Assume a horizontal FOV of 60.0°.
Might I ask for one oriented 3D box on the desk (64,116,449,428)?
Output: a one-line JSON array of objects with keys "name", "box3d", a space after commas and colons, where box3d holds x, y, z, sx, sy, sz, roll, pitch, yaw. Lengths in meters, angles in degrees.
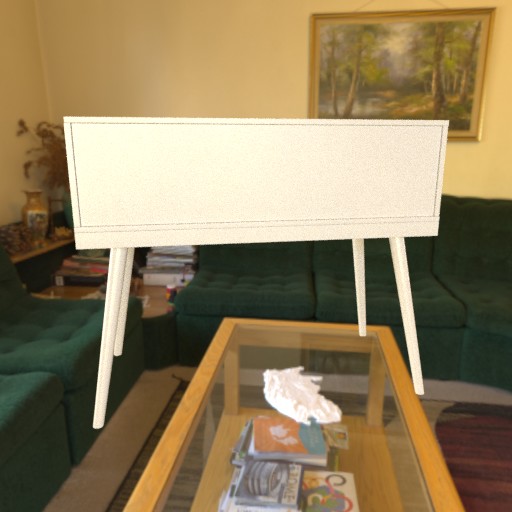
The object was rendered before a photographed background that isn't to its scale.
[{"name": "desk", "box3d": [0.000, 0.000, 1.714, 1.199, 0.990, 0.559, -2, 14, -10]}]
